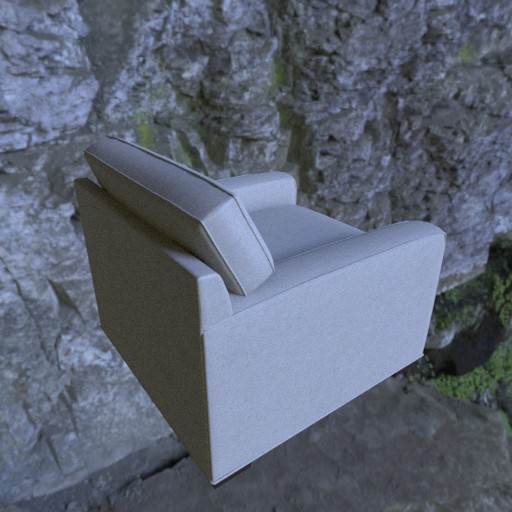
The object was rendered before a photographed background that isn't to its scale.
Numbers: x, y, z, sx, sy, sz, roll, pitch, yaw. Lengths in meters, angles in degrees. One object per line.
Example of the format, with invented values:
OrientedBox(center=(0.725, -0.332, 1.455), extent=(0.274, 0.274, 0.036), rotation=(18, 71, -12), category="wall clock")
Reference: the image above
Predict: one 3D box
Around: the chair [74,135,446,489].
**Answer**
OrientedBox(center=(0.000, 0.000, 1.759), extent=(1.043, 0.913, 0.998), rotation=(-18, 31, -32), category="chair")
